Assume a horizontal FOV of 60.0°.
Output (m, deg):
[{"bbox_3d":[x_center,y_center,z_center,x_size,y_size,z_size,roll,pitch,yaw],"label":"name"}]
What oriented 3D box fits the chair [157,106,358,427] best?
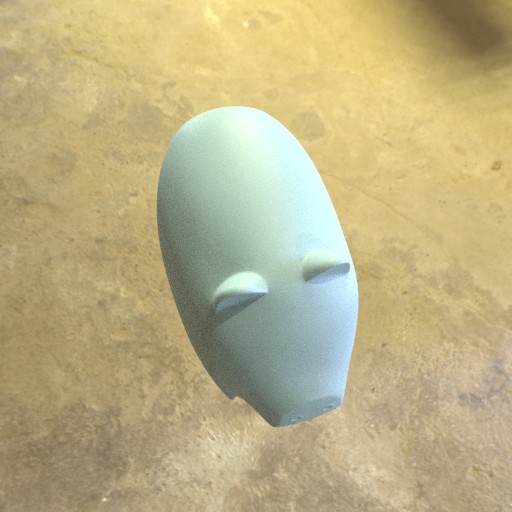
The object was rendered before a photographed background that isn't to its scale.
[{"bbox_3d":[0.000,0.000,0.859,0.364,0.423,0.619,-16,65,-8],"label":"chair"}]
